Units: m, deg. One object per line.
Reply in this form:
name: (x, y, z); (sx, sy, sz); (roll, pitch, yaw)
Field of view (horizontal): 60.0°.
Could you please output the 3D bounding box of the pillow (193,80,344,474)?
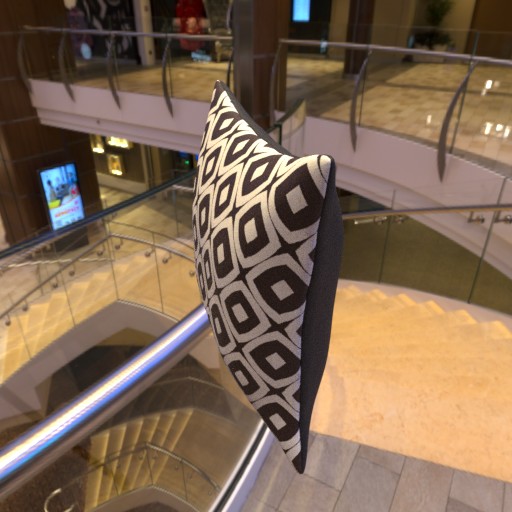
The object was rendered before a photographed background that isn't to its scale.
pillow: (0.000, 0.000, 0.752); (0.188, 0.494, 0.504); (-8, 31, -14)
